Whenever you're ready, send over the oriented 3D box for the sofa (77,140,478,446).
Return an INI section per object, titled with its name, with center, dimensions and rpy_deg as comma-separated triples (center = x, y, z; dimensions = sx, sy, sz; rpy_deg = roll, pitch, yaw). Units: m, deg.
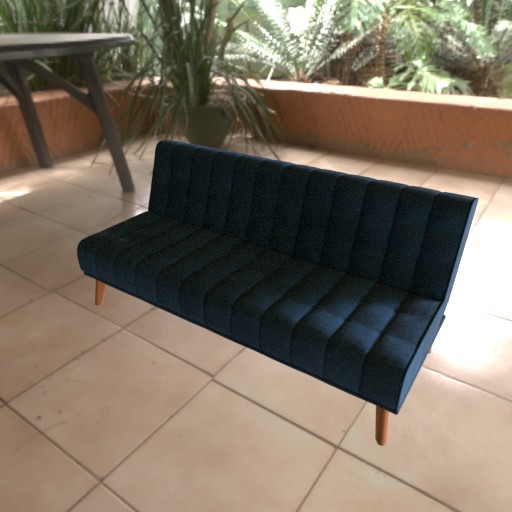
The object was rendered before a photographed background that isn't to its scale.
[sofa]
center = 0.000, 0.000, 2.267
dimensions = 1.804, 0.813, 0.855
rpy_deg = 18, 33, 29
